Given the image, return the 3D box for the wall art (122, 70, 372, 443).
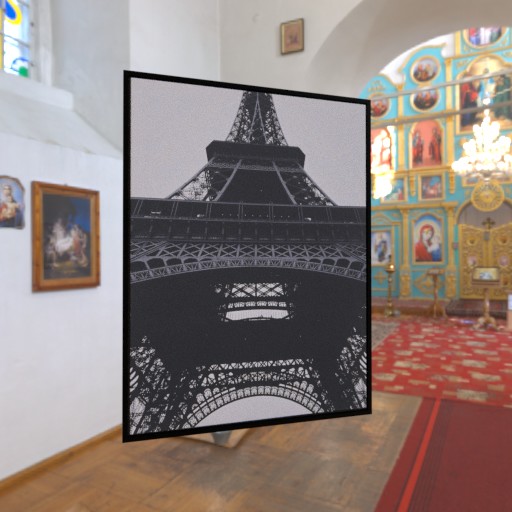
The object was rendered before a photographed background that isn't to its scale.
[{"bbox_3d":[0.000,0.000,1.397,0.805,1.062,0.040,0,-1,-17],"label":"wall art"}]
